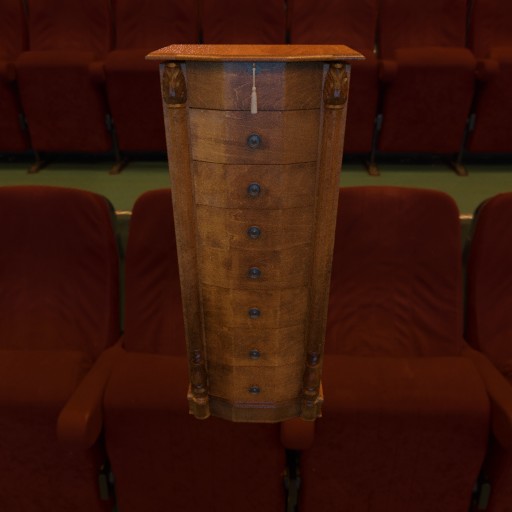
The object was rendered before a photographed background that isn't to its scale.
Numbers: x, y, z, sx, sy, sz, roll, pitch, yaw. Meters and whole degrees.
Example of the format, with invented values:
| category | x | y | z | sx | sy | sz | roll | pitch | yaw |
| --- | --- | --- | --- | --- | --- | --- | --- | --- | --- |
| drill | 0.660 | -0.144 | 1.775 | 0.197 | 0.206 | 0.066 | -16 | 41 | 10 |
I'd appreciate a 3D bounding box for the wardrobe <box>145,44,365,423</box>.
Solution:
| category | x | y | z | sx | sy | sz | roll | pitch | yaw |
| --- | --- | --- | --- | --- | --- | --- | --- | --- | --- |
| wardrobe | 0.000 | 0.000 | 1.132 | 0.406 | 0.959 | 0.273 | 1 | 29 | 1 |
